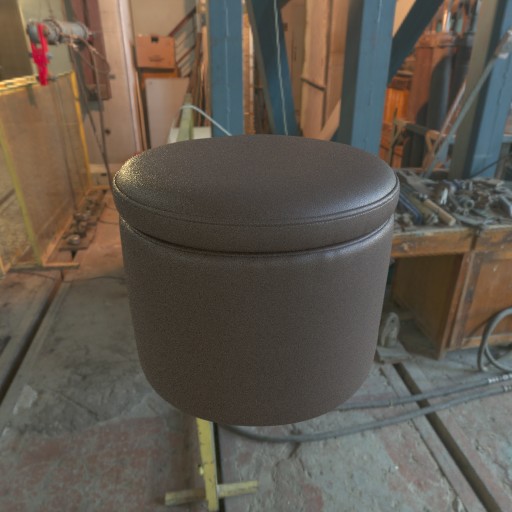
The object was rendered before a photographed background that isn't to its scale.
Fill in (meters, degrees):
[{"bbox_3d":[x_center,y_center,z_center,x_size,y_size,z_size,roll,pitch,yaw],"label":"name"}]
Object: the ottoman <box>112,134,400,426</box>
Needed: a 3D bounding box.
[{"bbox_3d":[0.000,0.000,0.870,0.500,0.409,0.500,0,26,0],"label":"ottoman"}]
